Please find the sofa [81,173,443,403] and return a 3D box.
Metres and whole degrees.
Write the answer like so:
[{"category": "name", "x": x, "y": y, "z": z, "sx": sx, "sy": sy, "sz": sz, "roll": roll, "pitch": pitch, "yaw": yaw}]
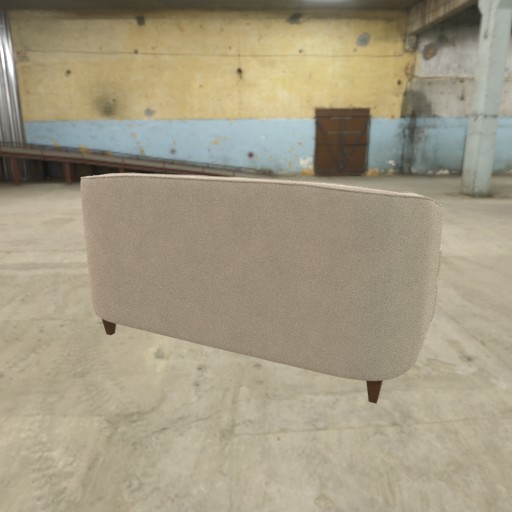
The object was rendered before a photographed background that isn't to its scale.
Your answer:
[{"category": "sofa", "x": 0.000, "y": 0.000, "z": 2.296, "sx": 1.731, "sy": 0.878, "sz": 0.940, "roll": 7, "pitch": 17, "yaw": 26}]
